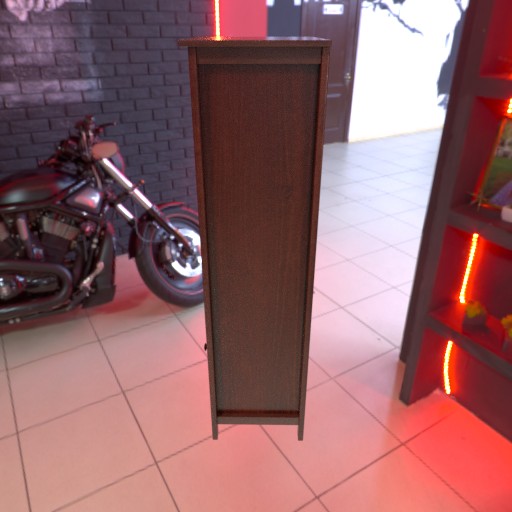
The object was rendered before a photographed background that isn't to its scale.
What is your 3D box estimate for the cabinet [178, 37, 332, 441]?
[{"bbox_3d":[0.000,0.000,1.720,0.401,1.518,0.500,0,27,1],"label":"cabinet"}]
